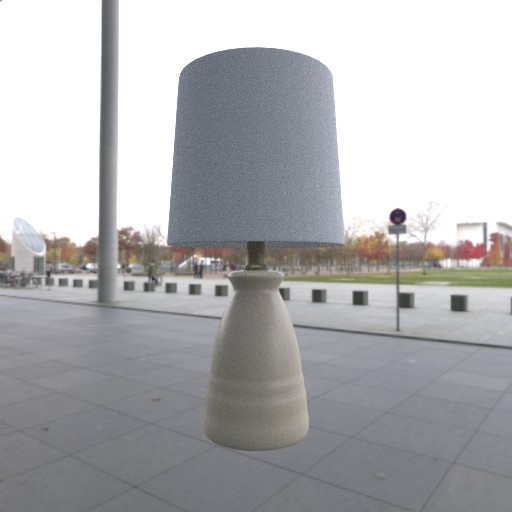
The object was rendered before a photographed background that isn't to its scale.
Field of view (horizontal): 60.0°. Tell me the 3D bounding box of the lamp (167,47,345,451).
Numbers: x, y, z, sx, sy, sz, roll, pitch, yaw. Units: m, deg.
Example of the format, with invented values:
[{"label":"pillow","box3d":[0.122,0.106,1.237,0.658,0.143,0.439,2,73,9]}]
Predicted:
[{"label":"lamp","box3d":[0.000,0.000,0.472,0.186,0.369,0.186,0,-1,0]}]
